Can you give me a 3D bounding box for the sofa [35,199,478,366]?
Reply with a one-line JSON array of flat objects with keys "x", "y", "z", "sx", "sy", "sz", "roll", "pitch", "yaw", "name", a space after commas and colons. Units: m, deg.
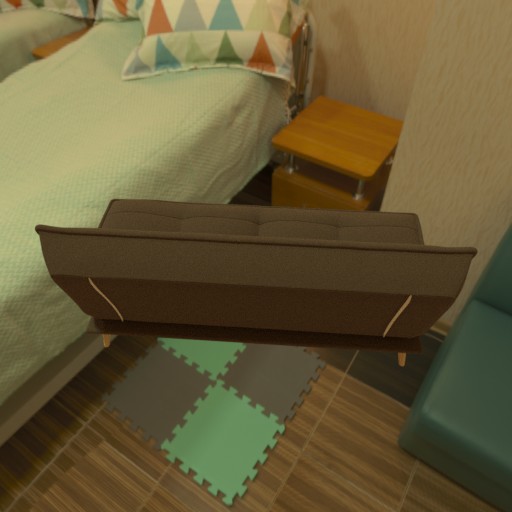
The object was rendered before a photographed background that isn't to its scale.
[{"x": 0.000, "y": 0.000, "z": 2.445, "sx": 1.940, "sy": 0.890, "sz": 0.950, "roll": 3, "pitch": 47, "yaw": 3, "name": "sofa"}]
